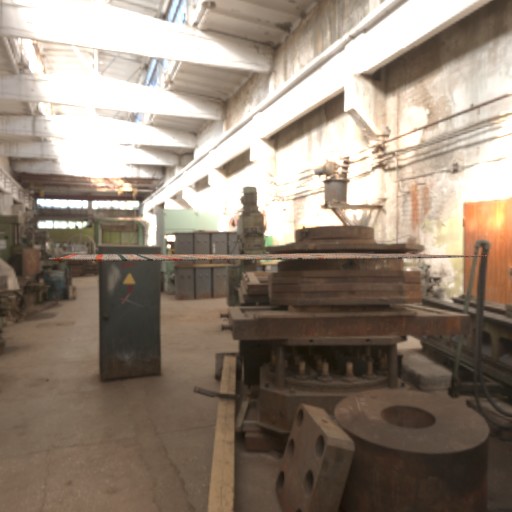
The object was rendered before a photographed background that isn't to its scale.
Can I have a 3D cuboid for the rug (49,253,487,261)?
[{"bbox_3d":[0.000,0.000,2.313,1.835,0.017,1.220,0,1,-18],"label":"rug"}]
